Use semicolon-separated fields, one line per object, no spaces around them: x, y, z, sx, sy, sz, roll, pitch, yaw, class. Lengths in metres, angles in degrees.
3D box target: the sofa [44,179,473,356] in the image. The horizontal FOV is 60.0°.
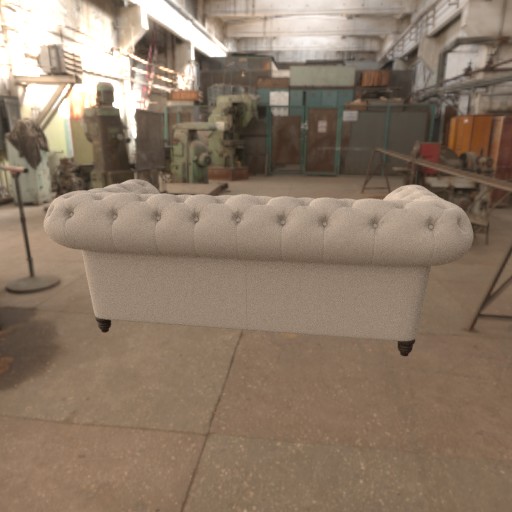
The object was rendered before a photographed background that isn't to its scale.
0.000;0.000;2.415;1.998;0.764;0.986;3;16;9;sofa
